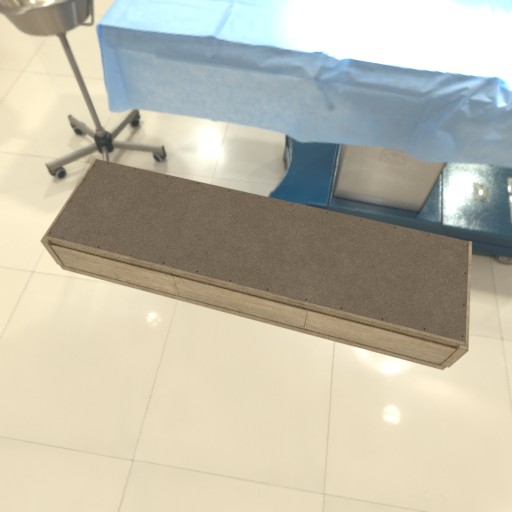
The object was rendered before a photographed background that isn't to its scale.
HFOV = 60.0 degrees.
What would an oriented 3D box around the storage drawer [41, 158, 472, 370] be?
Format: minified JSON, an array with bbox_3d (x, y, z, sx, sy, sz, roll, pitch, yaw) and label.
[{"bbox_3d":[0.000,0.000,2.327,2.072,0.274,0.591,14,59,8],"label":"storage drawer"}]
